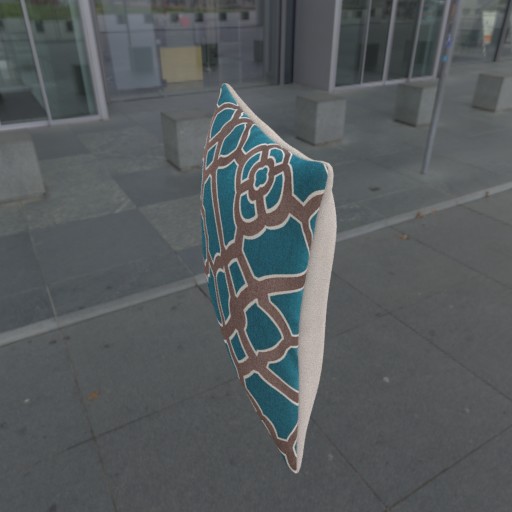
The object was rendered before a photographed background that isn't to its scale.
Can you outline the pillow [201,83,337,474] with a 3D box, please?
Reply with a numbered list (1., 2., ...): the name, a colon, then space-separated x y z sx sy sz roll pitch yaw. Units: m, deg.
1. pillow: 0.000 0.000 0.793 0.166 0.507 0.526 -8 31 -13
